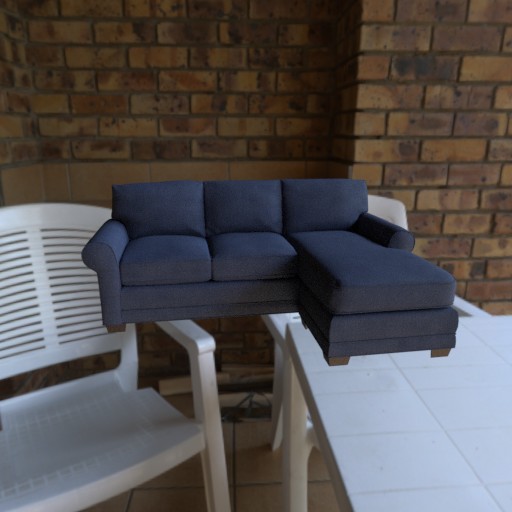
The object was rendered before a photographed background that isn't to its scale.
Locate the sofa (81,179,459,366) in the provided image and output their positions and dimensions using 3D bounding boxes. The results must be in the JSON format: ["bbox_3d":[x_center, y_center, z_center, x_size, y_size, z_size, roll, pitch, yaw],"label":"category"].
[{"bbox_3d":[0.000,0.000,3.481,2.567,1.063,1.780,-2,16,-9],"label":"sofa"}]
